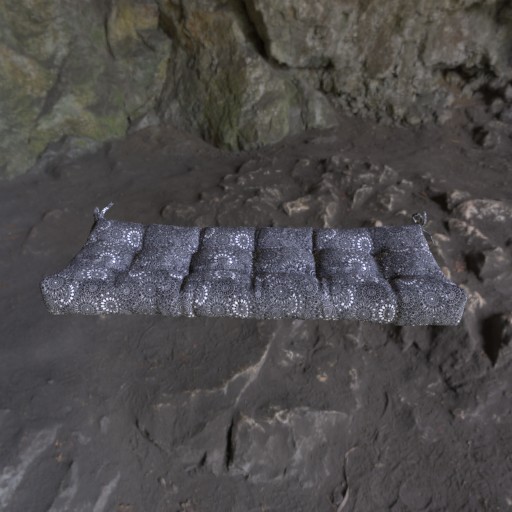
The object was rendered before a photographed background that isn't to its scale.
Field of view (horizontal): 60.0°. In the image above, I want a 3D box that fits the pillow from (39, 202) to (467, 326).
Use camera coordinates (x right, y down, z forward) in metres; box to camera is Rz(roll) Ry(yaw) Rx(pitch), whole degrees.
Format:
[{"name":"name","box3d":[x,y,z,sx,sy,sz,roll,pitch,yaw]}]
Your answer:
[{"name":"pillow","box3d":[0.000,0.000,1.372,1.194,0.174,0.511,1,30,2]}]
